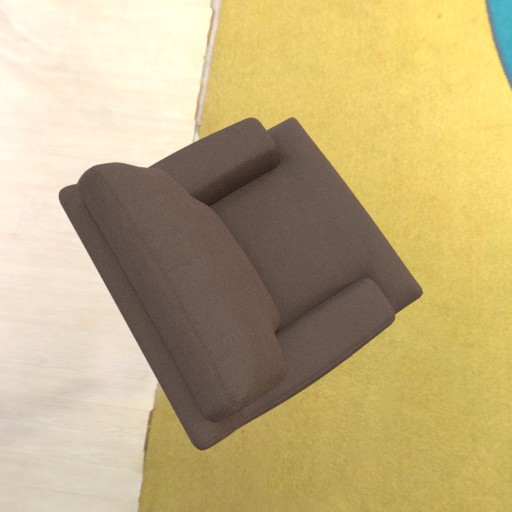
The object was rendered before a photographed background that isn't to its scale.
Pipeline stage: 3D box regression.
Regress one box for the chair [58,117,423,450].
[{"bbox_3d":[0.000,0.000,1.969,1.143,0.940,1.168,-31,77,-8],"label":"chair"}]
